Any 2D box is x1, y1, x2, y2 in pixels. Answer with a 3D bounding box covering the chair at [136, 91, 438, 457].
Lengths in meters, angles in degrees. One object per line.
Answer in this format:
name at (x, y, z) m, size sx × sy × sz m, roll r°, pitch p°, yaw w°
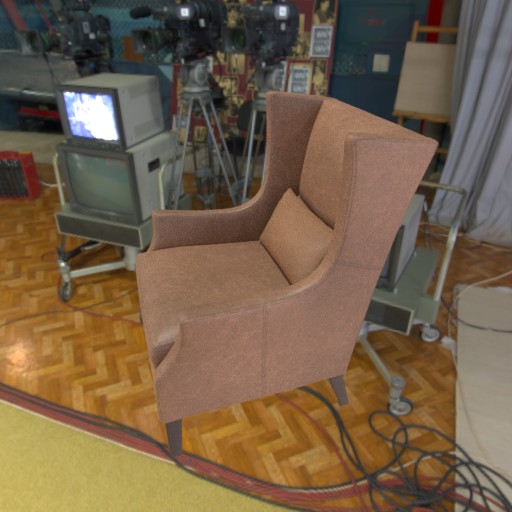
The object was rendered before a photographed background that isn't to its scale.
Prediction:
chair at (0.000, 0.000, 1.717) m, size 0.913 × 1.088 × 0.815 m, roll -9°, pitch 31°, yaw -15°
